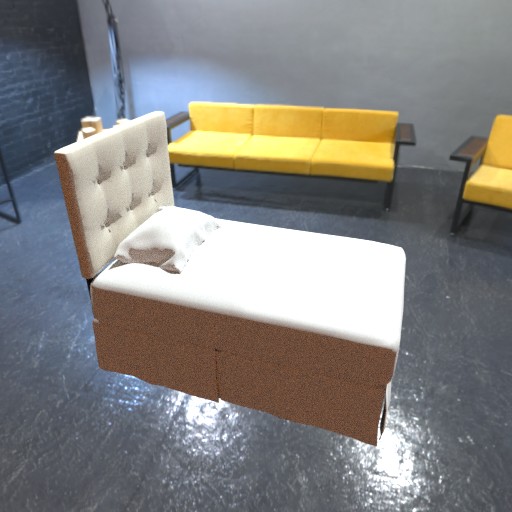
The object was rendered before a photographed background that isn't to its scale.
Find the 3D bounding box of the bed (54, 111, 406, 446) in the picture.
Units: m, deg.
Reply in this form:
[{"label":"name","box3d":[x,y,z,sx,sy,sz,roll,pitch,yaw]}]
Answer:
[{"label":"bed","box3d":[0.000,0.000,2.994,1.997,1.571,1.261,9,31,16]}]
